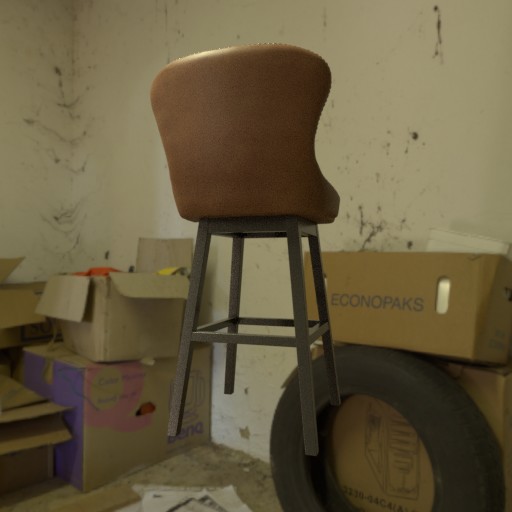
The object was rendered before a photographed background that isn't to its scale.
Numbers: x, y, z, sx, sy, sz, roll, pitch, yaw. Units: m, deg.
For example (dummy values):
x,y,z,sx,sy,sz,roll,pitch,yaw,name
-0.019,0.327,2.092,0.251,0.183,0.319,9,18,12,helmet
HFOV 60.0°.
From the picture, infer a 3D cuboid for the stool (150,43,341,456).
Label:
x,y,z,sx,sy,sz,roll,pitch,yaw,name
0.000,0.000,1.385,0.528,1.050,0.601,0,-1,18,stool
